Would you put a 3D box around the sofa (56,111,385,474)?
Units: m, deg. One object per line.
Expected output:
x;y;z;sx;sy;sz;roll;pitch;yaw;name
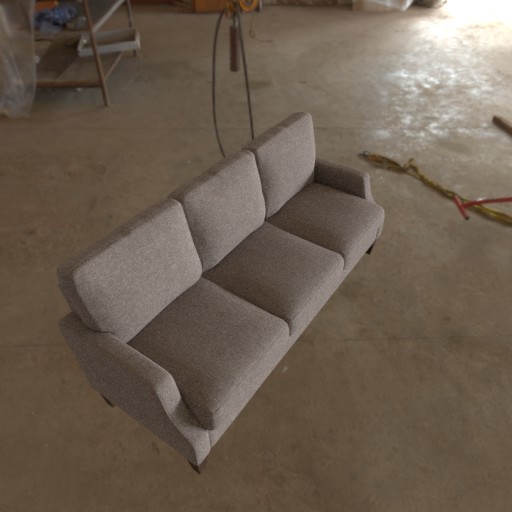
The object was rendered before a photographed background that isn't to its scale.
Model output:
0.000;0.000;2.636;0.888;0.984;2.115;25;47;26;sofa
